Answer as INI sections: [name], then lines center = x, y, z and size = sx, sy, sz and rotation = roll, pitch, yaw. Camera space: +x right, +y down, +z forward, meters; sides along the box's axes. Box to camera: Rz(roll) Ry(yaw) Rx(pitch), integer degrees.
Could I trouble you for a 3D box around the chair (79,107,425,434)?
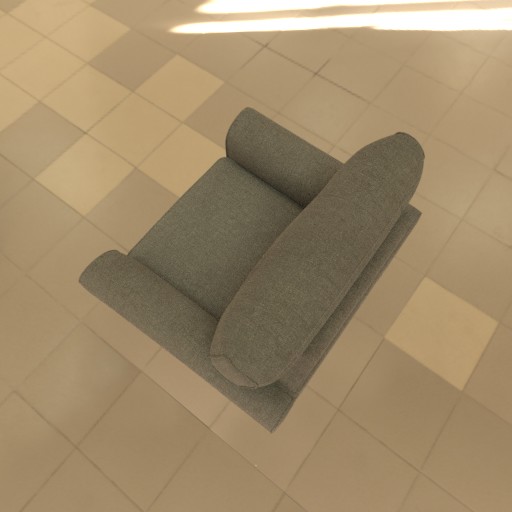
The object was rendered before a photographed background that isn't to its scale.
[chair]
center = 0.000, 0.000, 1.622
size = 0.816, 0.890, 0.941
rotation = 34, 69, 15
